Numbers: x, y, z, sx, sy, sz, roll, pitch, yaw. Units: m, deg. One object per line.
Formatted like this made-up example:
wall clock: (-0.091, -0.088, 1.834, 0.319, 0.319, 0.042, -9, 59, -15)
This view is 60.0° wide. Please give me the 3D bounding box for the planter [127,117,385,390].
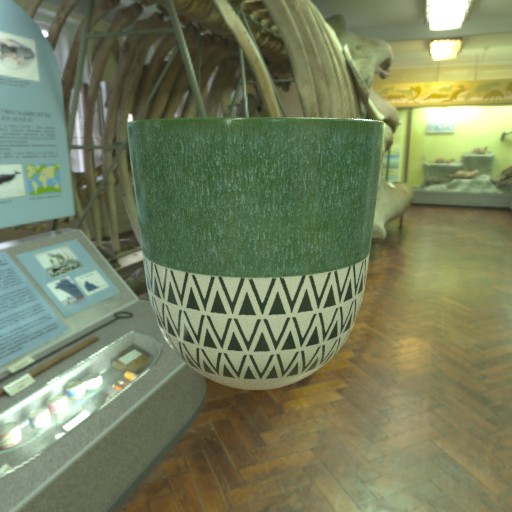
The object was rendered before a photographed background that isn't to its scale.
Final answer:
planter: (0.000, 0.000, 0.373, 0.195, 0.214, 0.195, 0, 15, 0)
